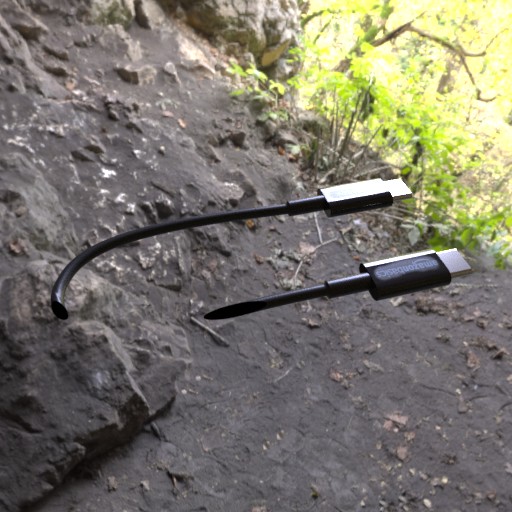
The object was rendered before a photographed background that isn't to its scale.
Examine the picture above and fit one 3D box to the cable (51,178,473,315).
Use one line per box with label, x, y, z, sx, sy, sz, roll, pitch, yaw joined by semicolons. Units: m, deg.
cable;0.000;0.000;0.111;0.098;0.005;0.041;-11;48;-10
